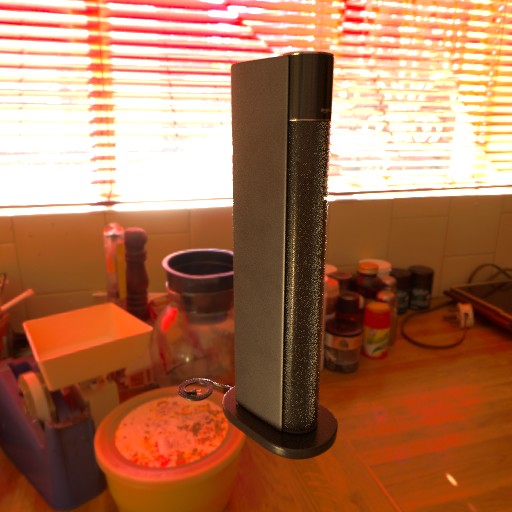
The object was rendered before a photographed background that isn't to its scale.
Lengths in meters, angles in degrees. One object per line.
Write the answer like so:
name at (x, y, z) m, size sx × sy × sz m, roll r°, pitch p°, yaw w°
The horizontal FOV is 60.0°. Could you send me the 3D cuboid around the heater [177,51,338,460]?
heater at (0.000, 0.000, 1.057) m, size 0.458 × 0.856 × 0.214 m, roll 15°, pitch 22°, yaw 42°
